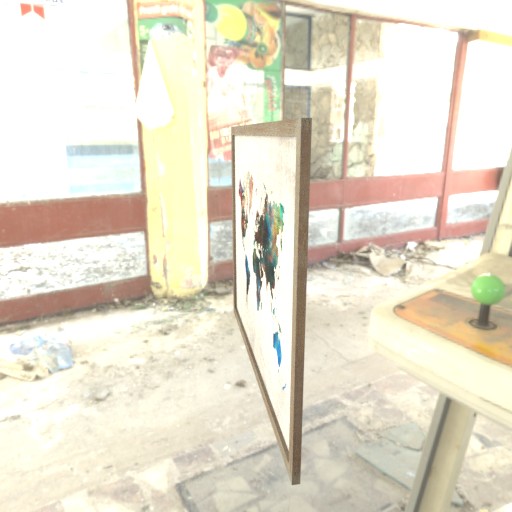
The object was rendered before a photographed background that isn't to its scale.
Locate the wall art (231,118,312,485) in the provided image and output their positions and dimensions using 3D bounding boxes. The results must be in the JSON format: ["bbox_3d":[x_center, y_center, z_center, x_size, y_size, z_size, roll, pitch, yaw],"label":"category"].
[{"bbox_3d":[0.000,0.000,1.357,0.019,0.774,1.012,-3,16,-10],"label":"wall art"}]
